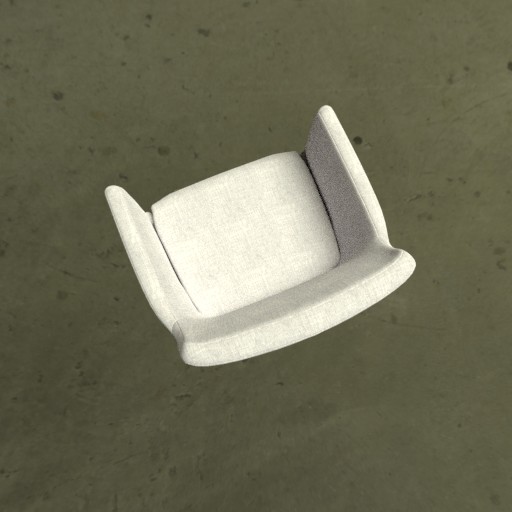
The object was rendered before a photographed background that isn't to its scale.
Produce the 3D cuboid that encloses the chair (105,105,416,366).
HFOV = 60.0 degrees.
[{"bbox_3d":[0.000,0.000,1.207,0.570,0.780,0.540,-22,76,-6],"label":"chair"}]
